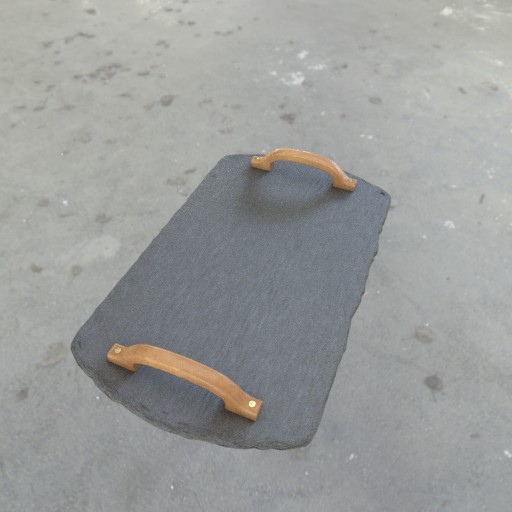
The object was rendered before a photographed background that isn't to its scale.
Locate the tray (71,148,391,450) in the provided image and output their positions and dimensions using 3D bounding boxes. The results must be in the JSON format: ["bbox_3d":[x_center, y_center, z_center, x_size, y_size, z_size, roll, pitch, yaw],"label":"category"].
[{"bbox_3d":[0.000,0.000,0.461,0.231,0.062,0.387,17,49,15],"label":"tray"}]
